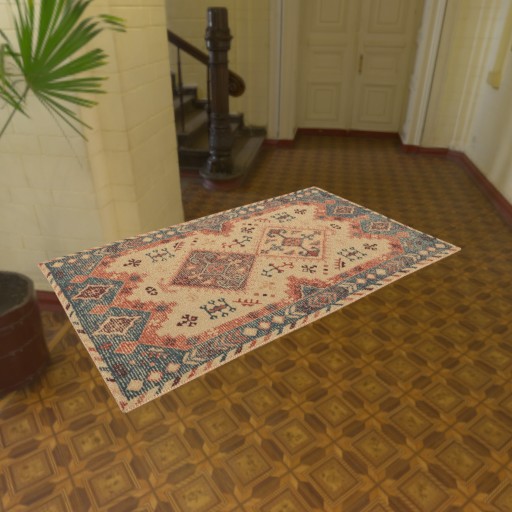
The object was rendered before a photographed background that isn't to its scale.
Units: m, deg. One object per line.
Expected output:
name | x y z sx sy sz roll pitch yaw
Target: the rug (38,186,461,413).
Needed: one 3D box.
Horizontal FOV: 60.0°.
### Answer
rug | 0.000 0.000 3.012 2.464 0.023 1.521 -20 35 -31
